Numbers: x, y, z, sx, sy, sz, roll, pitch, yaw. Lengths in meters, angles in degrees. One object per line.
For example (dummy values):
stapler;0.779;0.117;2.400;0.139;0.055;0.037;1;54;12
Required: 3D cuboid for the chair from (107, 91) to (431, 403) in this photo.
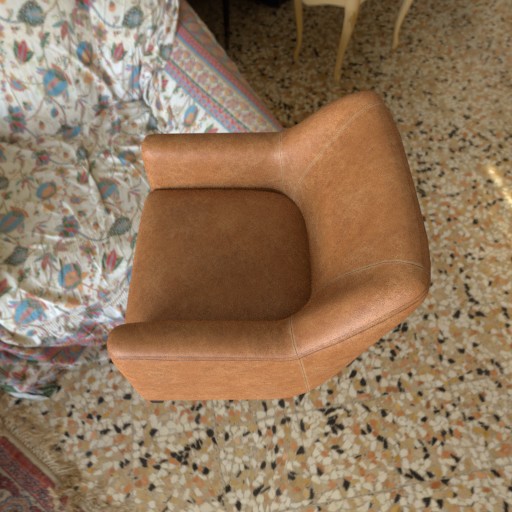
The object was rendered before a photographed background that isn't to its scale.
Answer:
chair;0.000;0.000;1.823;1.034;0.980;1.037;-1;58;0
